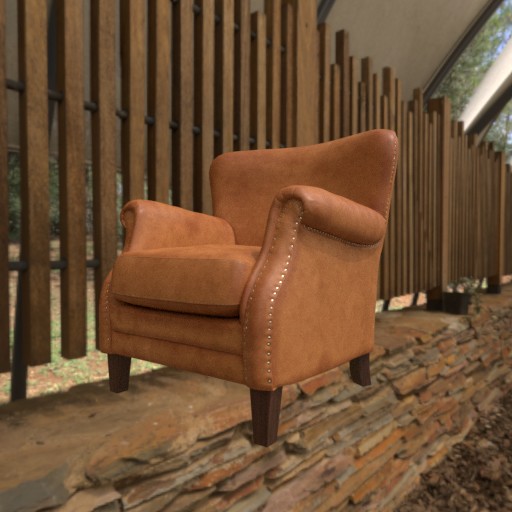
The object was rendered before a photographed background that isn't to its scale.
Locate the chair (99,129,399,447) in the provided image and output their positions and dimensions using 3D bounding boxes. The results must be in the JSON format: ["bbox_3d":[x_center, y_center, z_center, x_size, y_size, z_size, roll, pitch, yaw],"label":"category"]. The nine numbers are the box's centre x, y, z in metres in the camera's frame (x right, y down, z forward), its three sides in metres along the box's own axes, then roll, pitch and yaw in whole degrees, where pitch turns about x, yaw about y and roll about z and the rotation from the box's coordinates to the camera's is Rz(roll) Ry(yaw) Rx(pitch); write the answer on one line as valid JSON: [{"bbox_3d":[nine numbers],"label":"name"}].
[{"bbox_3d":[0.000,0.000,1.618,0.861,0.936,0.921,1,2,36],"label":"chair"}]
